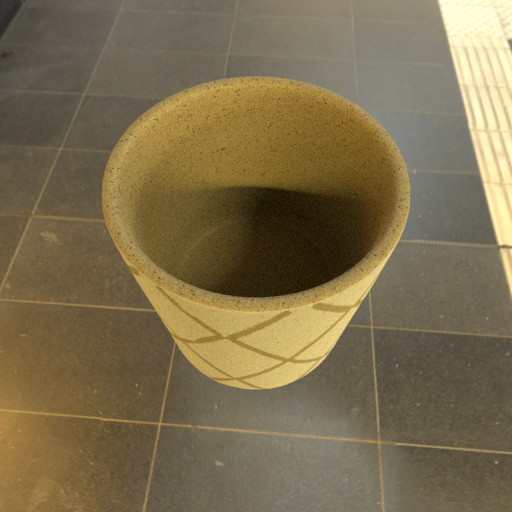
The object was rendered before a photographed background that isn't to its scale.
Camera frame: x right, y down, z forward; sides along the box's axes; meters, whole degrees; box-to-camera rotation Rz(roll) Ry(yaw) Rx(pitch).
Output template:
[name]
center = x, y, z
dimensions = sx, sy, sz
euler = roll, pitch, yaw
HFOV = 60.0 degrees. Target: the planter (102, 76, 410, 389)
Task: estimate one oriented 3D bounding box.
[planter]
center = 0.000, 0.000, 0.361
dimensions = 0.191, 0.199, 0.191
euler = 0, 58, 0
